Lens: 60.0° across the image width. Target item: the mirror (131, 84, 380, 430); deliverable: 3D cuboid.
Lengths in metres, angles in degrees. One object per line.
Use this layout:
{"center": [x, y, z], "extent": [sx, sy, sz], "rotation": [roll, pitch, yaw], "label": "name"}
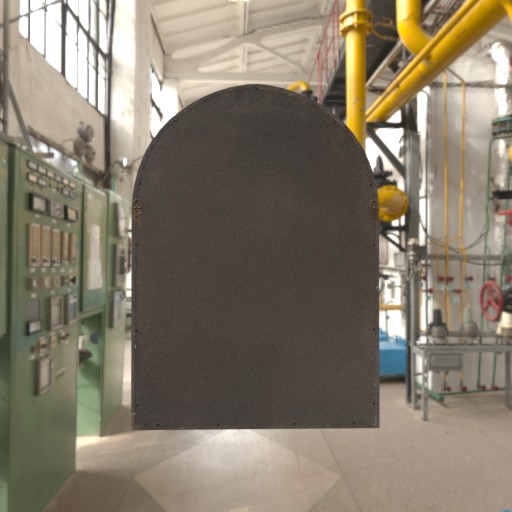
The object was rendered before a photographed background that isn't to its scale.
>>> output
{"center": [0.000, 0.000, 1.194], "extent": [0.660, 0.920, 0.032], "rotation": [0, -1, -1], "label": "mirror"}
